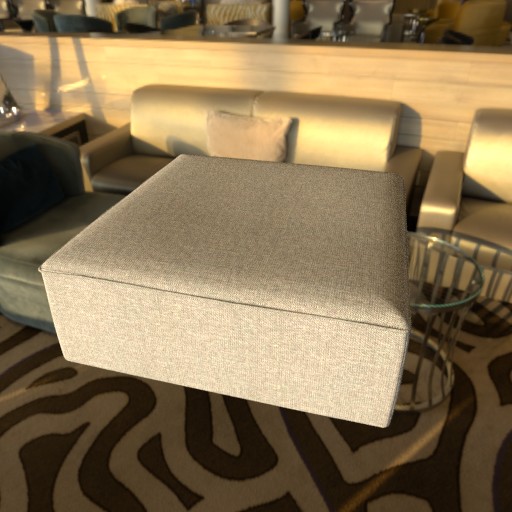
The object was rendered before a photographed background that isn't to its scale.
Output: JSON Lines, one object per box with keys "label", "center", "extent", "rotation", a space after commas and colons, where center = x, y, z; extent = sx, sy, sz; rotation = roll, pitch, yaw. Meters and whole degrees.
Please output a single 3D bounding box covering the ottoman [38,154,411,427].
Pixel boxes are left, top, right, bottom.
{"label": "ottoman", "center": [0.000, 0.000, 1.612], "extent": [1.023, 0.423, 1.017], "rotation": [8, 32, 13]}
